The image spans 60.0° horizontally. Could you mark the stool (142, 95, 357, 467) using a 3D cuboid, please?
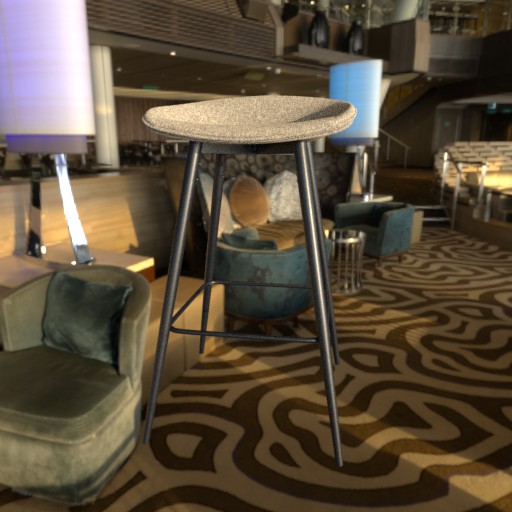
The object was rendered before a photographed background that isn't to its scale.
[{"bbox_3d":[0.000,0.000,1.137,0.469,0.814,0.480,2,15,9],"label":"stool"}]
